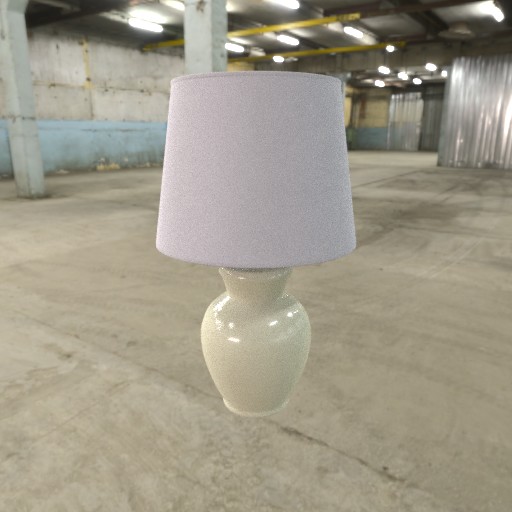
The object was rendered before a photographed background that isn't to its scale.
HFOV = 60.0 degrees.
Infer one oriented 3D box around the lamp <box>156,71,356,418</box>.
[{"bbox_3d":[0.000,0.000,0.547,0.239,0.399,0.239,0,15,0],"label":"lamp"}]
